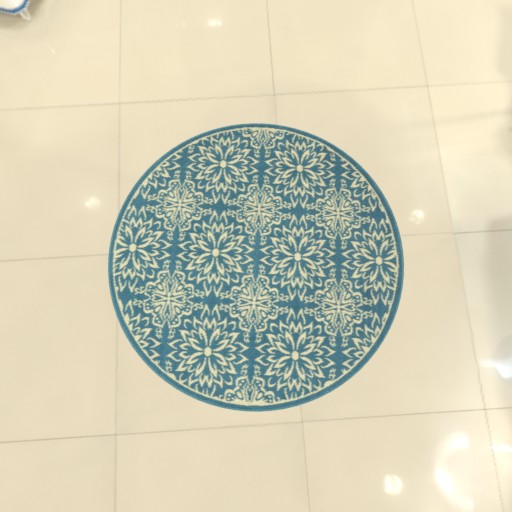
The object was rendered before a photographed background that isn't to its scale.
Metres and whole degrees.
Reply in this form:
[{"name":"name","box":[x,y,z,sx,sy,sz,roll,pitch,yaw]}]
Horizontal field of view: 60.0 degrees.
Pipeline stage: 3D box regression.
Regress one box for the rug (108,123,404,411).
[{"name":"rug","box":[0.000,0.000,2.392,1.593,0.012,1.593,0,76,0]}]
